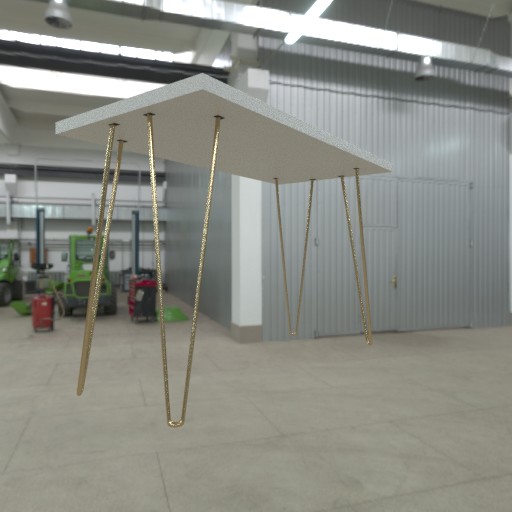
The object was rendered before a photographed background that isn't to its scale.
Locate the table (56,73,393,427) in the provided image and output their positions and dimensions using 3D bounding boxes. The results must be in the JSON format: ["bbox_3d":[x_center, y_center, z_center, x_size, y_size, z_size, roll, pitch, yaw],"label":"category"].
[{"bbox_3d":[0.000,0.000,1.341,0.498,0.660,0.991,0,0,37],"label":"table"}]
